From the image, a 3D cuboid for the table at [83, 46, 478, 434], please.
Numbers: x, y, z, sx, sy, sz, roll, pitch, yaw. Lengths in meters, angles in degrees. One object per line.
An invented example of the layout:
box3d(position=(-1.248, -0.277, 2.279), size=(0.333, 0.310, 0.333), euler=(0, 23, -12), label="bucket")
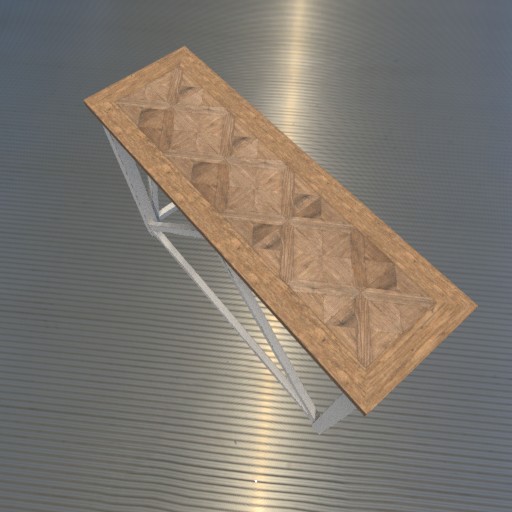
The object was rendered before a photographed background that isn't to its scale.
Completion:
box3d(position=(0.000, 0.000, 1.829), size=(0.450, 0.930, 1.400), euler=(-37, 69, -17), label="table")
